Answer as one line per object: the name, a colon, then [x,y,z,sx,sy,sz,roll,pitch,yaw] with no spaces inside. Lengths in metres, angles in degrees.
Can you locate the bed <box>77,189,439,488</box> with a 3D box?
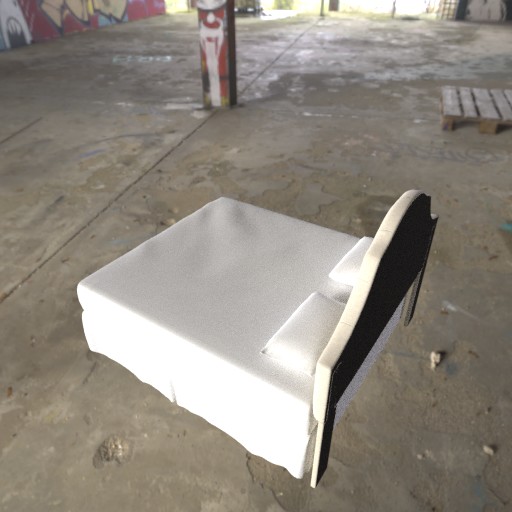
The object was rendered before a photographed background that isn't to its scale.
bed: [0.000,0.000,3.524,2.214,1.615,2.008,20,39,28]
